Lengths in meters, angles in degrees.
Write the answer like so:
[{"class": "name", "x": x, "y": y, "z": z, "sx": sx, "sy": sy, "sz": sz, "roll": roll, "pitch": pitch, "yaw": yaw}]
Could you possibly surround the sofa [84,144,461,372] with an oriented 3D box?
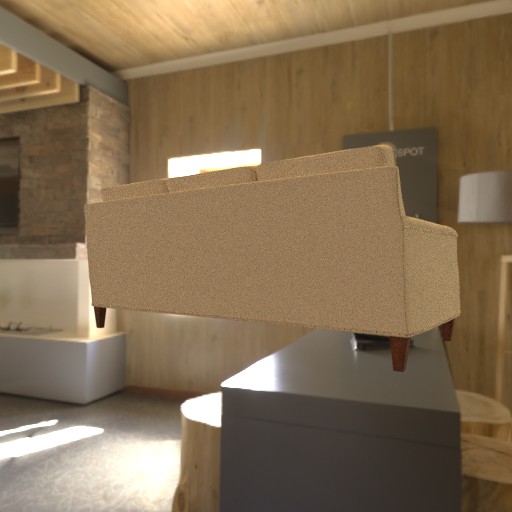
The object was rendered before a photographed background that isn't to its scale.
[{"class": "sofa", "x": 0.000, "y": 0.000, "z": 2.845, "sx": 2.246, "sy": 1.003, "sz": 1.084, "roll": 0, "pitch": -1, "yaw": 36}]
